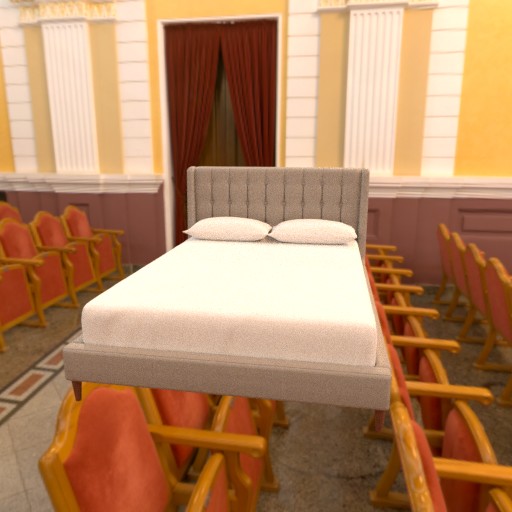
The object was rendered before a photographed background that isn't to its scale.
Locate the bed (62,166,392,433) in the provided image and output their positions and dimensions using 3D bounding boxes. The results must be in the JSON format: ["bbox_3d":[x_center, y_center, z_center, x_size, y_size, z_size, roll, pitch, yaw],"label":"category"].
[{"bbox_3d":[0.000,0.000,3.142,1.656,1.147,2.232,2,14,10],"label":"bed"}]
